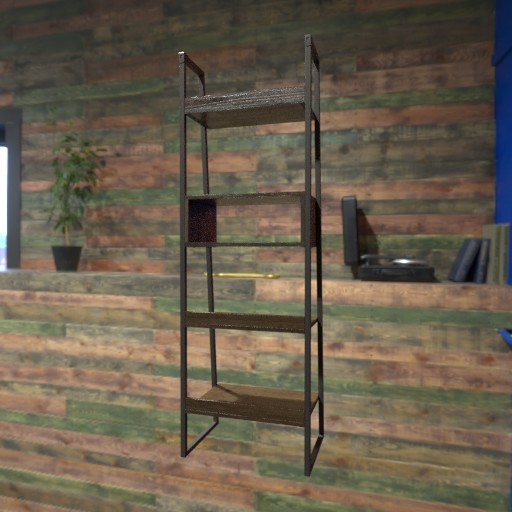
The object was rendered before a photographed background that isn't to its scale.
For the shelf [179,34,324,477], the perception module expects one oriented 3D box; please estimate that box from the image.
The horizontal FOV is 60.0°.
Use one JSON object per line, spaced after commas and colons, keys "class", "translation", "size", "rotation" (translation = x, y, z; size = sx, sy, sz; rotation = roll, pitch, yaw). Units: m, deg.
{"class": "shelf", "translation": [0.000, 0.000, 2.313], "size": [0.652, 2.005, 0.454], "rotation": [0, 1, 17]}
